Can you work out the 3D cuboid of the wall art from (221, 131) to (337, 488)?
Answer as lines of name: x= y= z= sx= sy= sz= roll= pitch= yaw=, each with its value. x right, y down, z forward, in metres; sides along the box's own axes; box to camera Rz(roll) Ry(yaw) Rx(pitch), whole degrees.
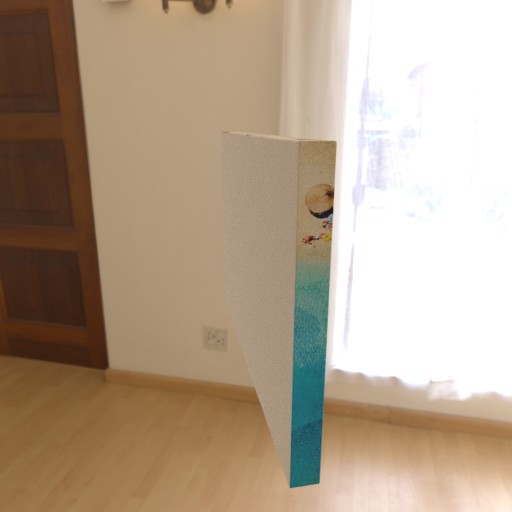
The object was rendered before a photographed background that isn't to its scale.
wall art: x=0.000 y=0.000 z=1.124 sx=0.057 sy=0.595 sz=0.894 roll=-3 pitch=17 yaw=-11
